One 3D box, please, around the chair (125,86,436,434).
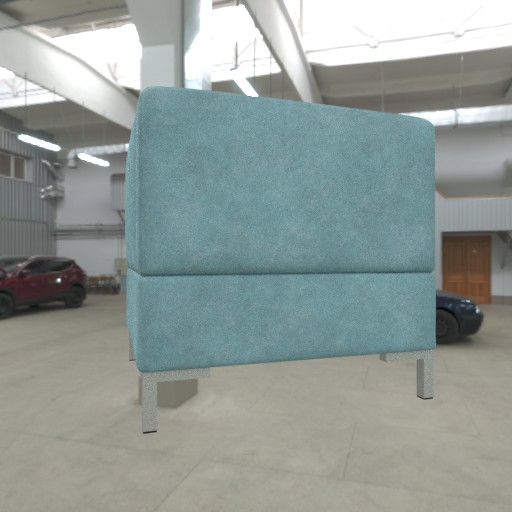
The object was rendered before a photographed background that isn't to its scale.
[{"bbox_3d":[0.000,0.000,1.231,0.691,0.660,0.684,0,0,-18],"label":"chair"}]
